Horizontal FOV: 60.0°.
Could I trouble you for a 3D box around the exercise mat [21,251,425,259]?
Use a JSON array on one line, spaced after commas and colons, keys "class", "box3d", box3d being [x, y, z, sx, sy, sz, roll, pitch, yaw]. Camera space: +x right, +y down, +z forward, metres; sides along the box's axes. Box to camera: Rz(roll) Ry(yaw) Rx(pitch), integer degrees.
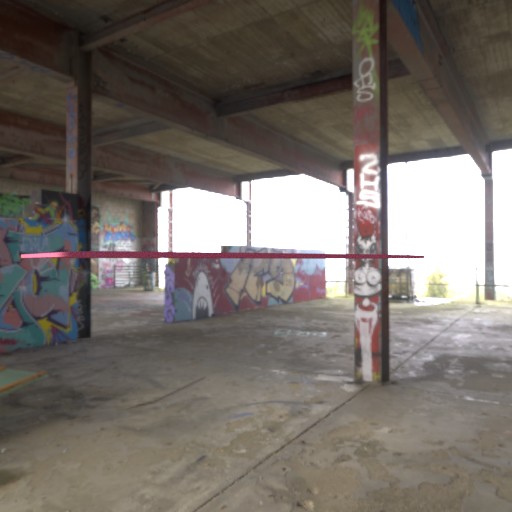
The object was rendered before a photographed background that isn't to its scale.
[{"class": "exercise mat", "box3d": [0.000, 0.000, 2.071, 1.884, 0.021, 0.616, 0, -1, -37]}]
